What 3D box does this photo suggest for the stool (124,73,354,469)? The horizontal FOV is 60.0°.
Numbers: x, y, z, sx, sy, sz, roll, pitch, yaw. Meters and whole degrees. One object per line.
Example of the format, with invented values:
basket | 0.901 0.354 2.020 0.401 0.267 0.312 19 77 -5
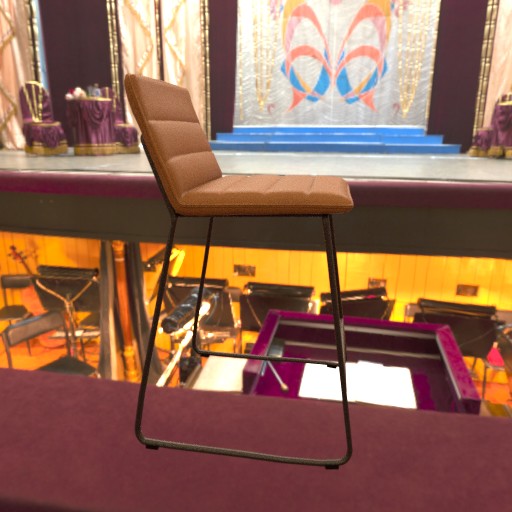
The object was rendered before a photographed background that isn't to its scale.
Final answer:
stool | 0.000 0.000 1.159 0.524 0.866 0.489 3 16 9
